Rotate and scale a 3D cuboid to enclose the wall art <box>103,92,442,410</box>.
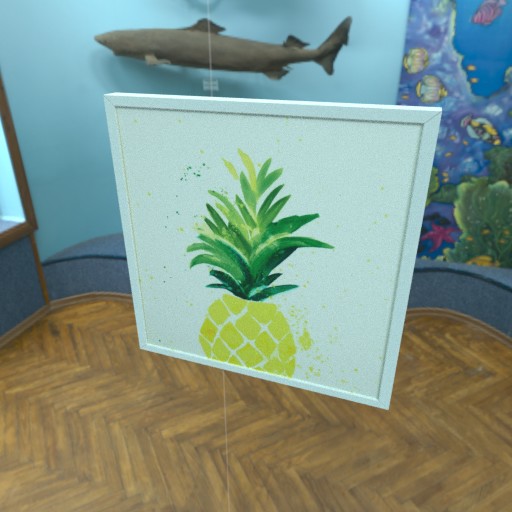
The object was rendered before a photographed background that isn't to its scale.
[{"bbox_3d":[0.000,0.000,0.460,0.307,0.307,0.020,9,28,18],"label":"wall art"}]
